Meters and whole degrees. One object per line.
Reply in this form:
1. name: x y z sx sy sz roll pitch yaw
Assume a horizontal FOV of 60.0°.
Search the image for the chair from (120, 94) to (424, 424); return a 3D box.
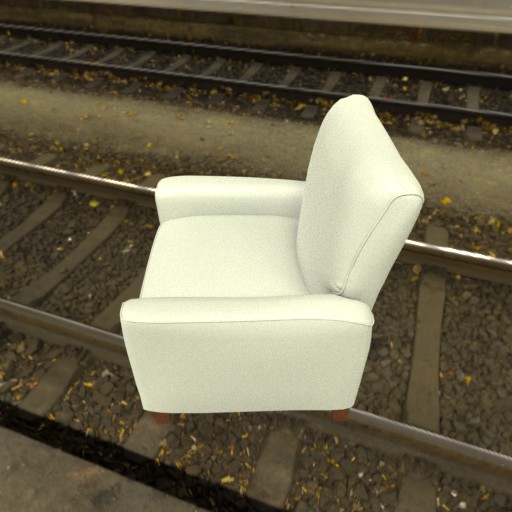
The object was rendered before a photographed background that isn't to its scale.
1. chair: 0.000 0.000 1.643 0.846 1.007 0.853 -1 40 -1
